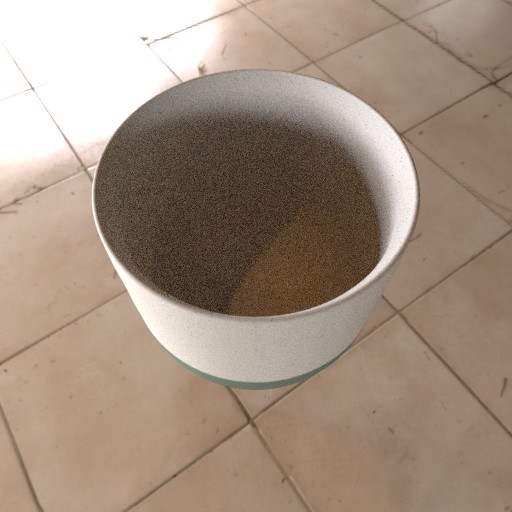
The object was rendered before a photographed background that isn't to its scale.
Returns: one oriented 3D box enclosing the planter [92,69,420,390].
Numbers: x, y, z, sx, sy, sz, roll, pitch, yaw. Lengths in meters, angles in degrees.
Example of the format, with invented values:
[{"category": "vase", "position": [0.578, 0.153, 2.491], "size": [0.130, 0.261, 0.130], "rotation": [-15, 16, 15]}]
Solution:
[{"category": "planter", "position": [0.000, 0.000, 0.479], "size": [0.268, 0.270, 0.268], "rotation": [0, 59, 0]}]
